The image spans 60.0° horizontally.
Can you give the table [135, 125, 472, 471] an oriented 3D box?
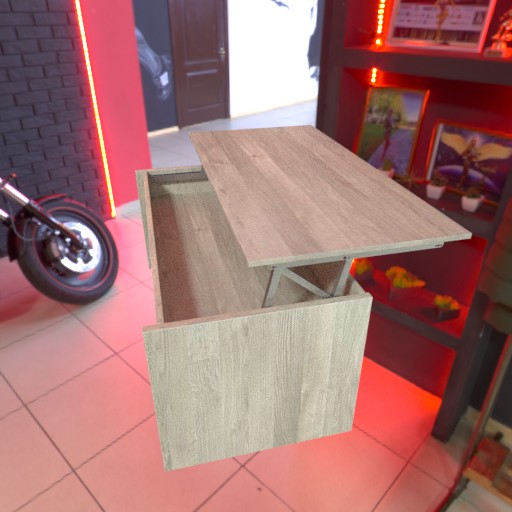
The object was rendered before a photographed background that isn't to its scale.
[{"bbox_3d":[0.000,0.000,1.443,0.712,0.570,1.000,-7,31,-12],"label":"table"}]
